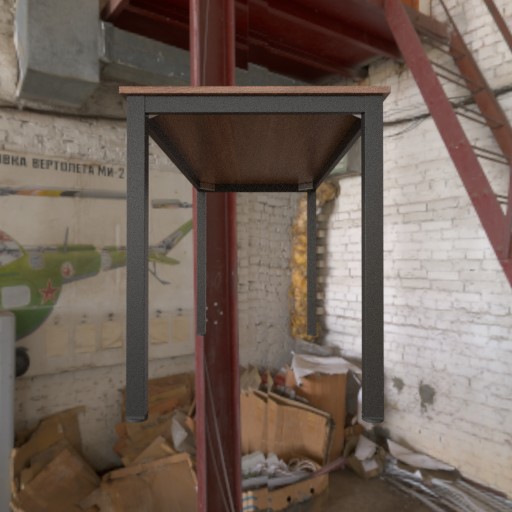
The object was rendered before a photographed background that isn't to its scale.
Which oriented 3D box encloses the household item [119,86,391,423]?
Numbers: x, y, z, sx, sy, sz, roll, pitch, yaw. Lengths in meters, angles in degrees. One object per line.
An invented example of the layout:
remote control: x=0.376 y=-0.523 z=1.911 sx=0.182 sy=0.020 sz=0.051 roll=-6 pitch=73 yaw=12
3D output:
household item: x=0.000 y=0.000 z=1.575 sx=0.600 sy=0.750 sz=1.200 roll=0 pitch=-1 yaw=0
